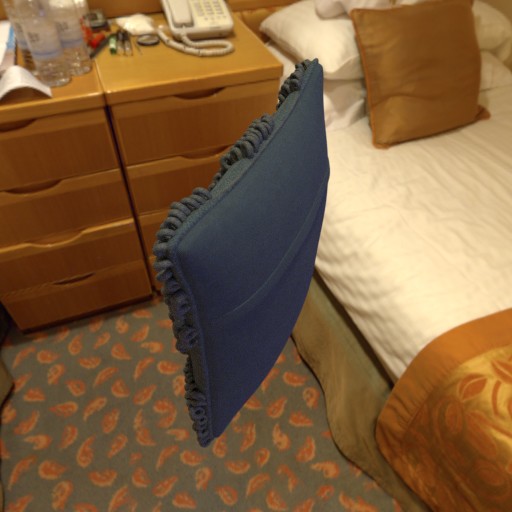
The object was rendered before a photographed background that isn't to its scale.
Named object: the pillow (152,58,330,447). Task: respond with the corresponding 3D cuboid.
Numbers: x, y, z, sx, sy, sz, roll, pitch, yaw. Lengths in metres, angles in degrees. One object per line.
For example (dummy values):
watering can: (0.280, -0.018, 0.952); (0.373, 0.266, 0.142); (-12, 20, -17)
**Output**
pillow: (0.000, 0.000, 0.708); (0.172, 0.466, 0.469); (17, 48, 16)
